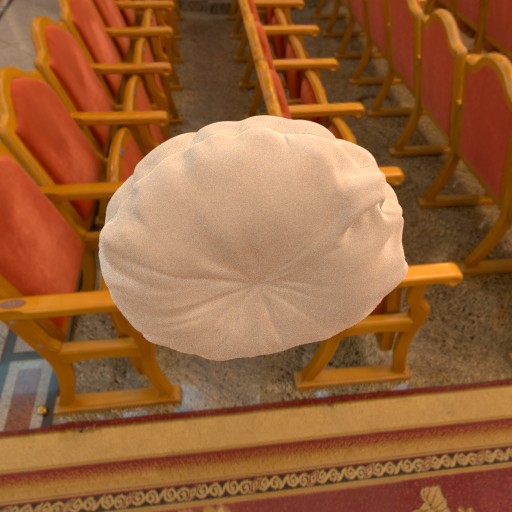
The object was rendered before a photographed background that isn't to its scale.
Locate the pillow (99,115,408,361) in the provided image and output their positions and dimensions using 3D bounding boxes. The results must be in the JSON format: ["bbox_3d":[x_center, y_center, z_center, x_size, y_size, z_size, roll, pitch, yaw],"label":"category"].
[{"bbox_3d":[0.000,0.000,0.628,0.428,0.407,0.148,-4,47,-4],"label":"pillow"}]
